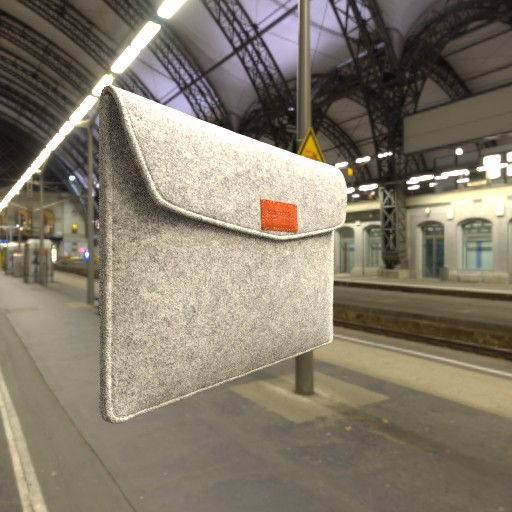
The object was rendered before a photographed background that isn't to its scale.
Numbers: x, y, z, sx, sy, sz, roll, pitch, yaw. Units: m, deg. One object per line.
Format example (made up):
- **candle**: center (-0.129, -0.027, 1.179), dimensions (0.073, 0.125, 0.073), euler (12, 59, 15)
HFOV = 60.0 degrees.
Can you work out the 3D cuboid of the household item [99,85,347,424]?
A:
- **household item**: center (0.000, 0.000, 0.421), dimensions (0.057, 0.221, 0.335), euler (0, 1, 35)
